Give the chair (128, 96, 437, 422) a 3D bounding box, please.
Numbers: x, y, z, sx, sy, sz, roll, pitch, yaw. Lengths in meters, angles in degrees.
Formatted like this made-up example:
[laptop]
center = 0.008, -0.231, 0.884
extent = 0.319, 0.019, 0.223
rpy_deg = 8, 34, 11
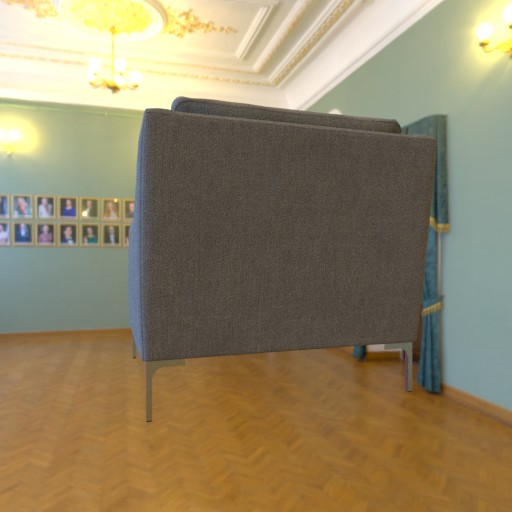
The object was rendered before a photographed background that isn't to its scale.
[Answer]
[chair]
center = 0.000, 0.000, 1.538
extent = 0.847, 0.828, 0.849
rpy_deg = 0, 0, -18
